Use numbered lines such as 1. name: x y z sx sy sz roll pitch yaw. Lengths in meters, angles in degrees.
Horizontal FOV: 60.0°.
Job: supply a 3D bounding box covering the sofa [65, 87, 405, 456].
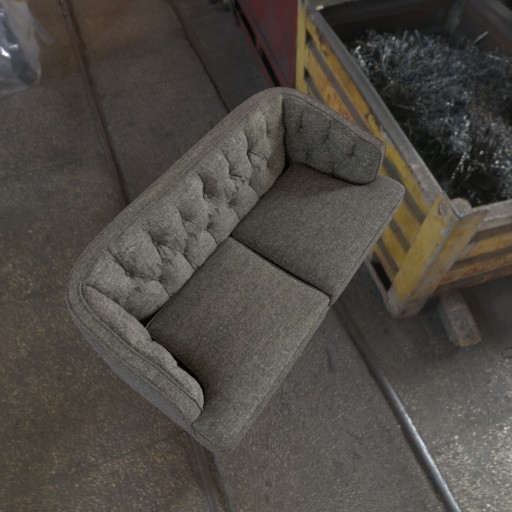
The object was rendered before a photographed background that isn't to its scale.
1. sofa: 0.000 0.000 2.318 0.941 0.855 1.733 31 63 18
